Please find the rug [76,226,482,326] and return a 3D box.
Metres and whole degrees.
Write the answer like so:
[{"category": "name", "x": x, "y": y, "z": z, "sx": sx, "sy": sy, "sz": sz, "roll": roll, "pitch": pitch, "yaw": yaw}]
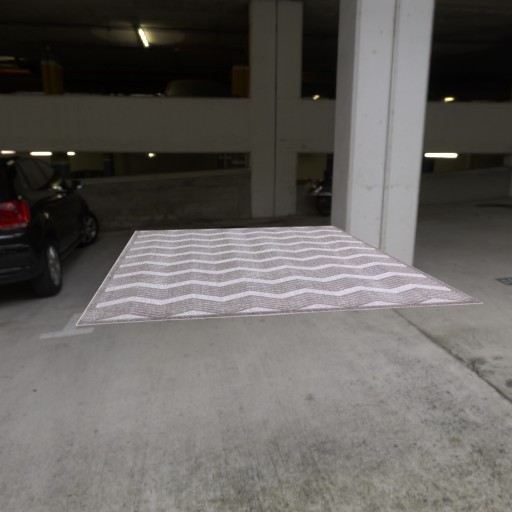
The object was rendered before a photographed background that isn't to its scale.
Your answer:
[{"category": "rug", "x": 0.000, "y": 0.000, "z": 3.932, "sx": 2.391, "sy": 0.005, "sz": 2.880, "roll": -2, "pitch": 14, "yaw": -8}]
